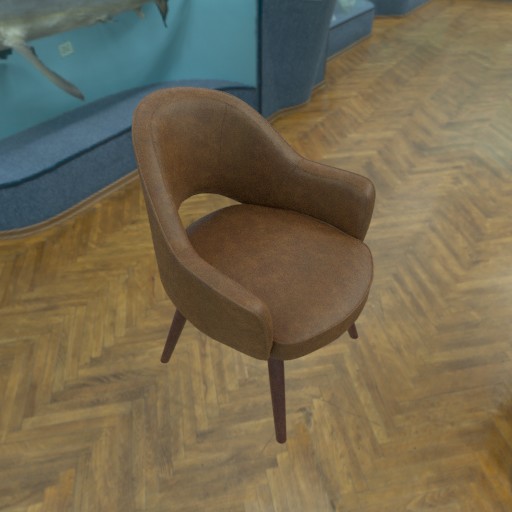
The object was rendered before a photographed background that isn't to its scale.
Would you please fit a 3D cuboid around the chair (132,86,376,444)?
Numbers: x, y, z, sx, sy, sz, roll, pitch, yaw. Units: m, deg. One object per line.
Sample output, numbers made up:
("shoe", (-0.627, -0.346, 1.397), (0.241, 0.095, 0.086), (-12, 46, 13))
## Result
("chair", (0.000, 0.000, 1.233), (0.640, 0.777, 0.591), (25, 47, 26))
